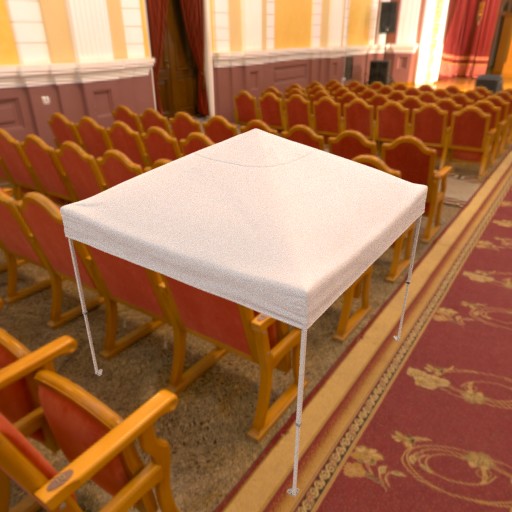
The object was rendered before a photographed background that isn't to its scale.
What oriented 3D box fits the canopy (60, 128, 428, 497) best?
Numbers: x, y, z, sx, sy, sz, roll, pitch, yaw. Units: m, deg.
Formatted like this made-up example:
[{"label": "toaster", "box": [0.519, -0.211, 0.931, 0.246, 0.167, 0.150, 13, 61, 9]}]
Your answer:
[{"label": "canopy", "box": [0.000, 0.000, 5.328, 2.998, 2.997, 2.996, 17, 32, 31]}]
